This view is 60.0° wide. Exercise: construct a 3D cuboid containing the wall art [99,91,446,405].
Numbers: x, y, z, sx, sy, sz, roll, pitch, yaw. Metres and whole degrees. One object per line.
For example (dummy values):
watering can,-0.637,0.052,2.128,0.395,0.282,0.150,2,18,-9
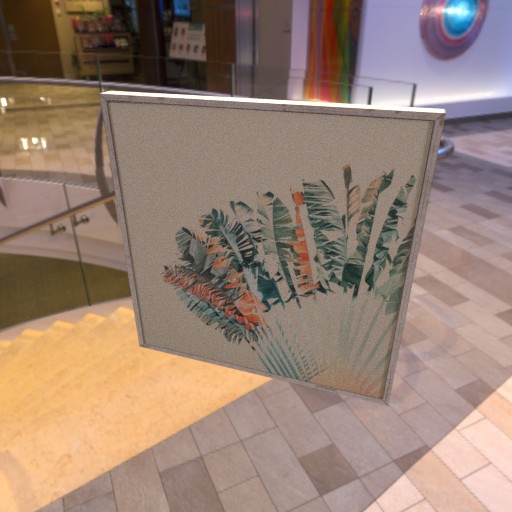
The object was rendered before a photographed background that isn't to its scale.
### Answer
wall art,0.000,0.000,0.755,0.508,0.506,0.029,9,30,16
